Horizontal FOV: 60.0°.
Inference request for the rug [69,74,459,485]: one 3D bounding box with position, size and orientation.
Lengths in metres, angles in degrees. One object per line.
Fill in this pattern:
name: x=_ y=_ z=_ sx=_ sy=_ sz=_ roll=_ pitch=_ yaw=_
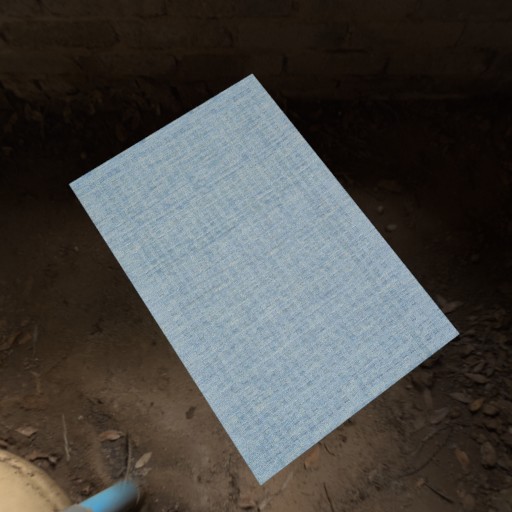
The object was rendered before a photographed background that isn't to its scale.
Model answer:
rug: x=0.000 y=0.000 z=2.908 sx=1.522 sy=0.006 sz=2.286 roll=-34 pitch=78 yaw=-8
